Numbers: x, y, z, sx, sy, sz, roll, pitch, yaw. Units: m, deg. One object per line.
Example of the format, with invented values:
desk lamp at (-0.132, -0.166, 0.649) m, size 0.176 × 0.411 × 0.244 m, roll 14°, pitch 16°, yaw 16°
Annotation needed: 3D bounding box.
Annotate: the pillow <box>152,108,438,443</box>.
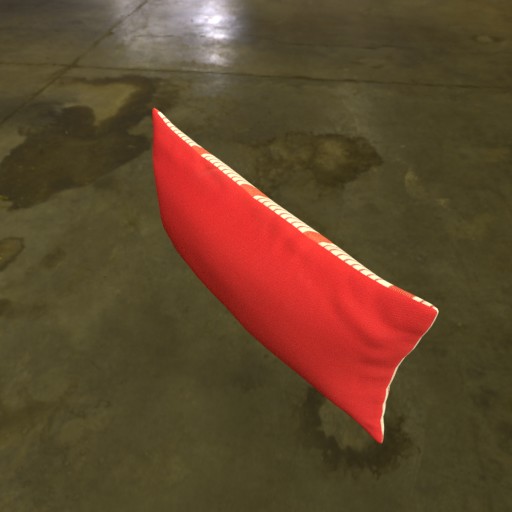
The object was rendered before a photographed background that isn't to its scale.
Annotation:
pillow at (0.000, 0.000, 0.721) m, size 0.151 × 0.297 × 0.608 m, roll -27°, pitch 49°, yaw -27°
